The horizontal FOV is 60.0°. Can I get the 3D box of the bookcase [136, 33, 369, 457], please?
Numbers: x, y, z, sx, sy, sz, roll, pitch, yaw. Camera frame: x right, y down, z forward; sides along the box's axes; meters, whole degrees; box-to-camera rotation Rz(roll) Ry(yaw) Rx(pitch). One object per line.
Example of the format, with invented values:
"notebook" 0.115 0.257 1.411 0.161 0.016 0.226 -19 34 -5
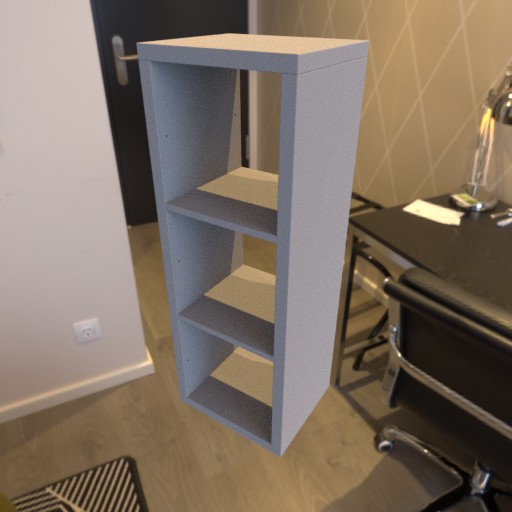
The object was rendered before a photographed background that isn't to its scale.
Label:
"bookcase" 0.000 0.000 1.236 0.390 1.080 0.330 18 35 28
